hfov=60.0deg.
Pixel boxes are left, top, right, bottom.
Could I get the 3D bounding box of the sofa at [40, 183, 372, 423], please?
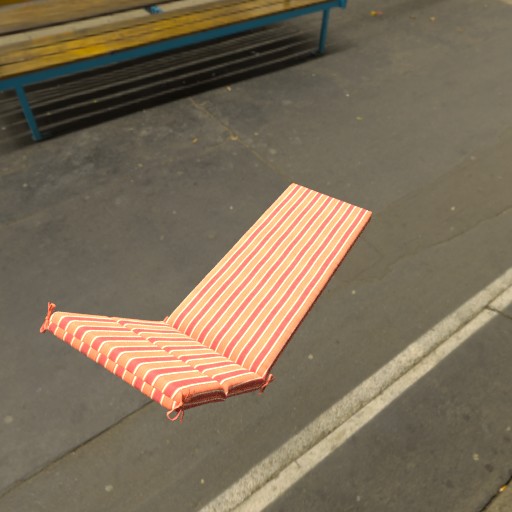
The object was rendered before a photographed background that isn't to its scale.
[{"bbox_3d":[0.000,0.000,1.922,0.582,0.622,1.663,24,51,21],"label":"sofa"}]
